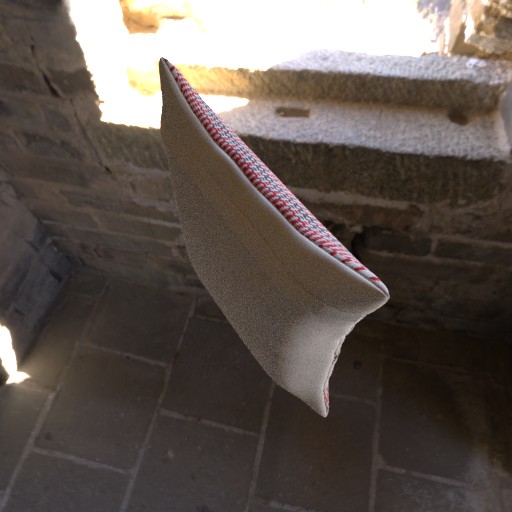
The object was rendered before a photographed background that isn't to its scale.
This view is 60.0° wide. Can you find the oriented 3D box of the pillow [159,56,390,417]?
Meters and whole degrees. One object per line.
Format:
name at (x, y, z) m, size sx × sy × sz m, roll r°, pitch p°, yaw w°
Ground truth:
pillow at (0.000, 0.000, 0.711) m, size 0.160 × 0.454 × 0.463 m, roll -29°, pitch 61°, yaw -18°
